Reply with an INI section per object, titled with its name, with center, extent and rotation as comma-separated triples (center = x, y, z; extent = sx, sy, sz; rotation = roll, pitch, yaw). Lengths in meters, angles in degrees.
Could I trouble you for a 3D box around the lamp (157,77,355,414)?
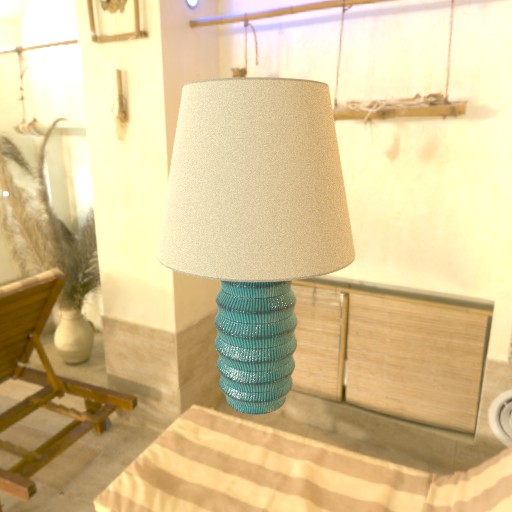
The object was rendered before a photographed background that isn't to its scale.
[lamp]
center = 0.000, 0.000, 0.811
extent = 0.355, 0.582, 0.355
rotation = 0, 15, 0
